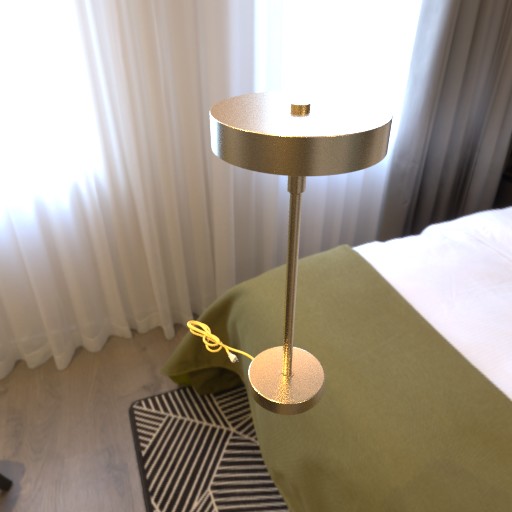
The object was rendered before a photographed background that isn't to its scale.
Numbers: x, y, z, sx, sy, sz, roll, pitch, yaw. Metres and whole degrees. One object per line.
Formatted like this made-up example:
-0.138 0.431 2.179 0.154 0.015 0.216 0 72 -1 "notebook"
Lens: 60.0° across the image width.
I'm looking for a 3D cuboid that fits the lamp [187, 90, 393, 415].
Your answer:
0.000 0.000 0.728 0.369 0.508 0.229 22 38 31 "lamp"
